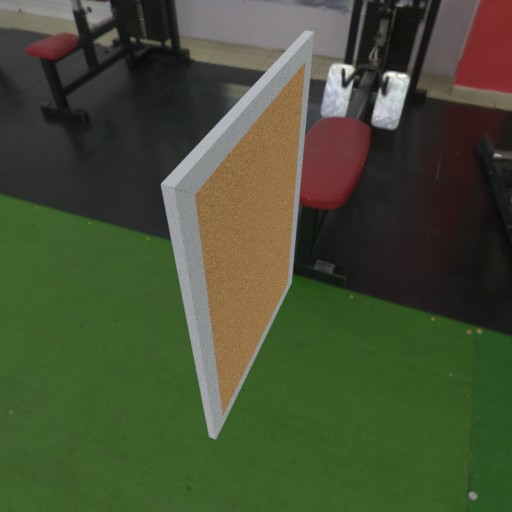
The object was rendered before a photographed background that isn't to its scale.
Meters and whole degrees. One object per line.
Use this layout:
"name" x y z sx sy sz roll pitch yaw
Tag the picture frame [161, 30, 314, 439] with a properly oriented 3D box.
"picture frame" 0.000 0.000 0.588 0.011 0.459 0.326 17 49 16
